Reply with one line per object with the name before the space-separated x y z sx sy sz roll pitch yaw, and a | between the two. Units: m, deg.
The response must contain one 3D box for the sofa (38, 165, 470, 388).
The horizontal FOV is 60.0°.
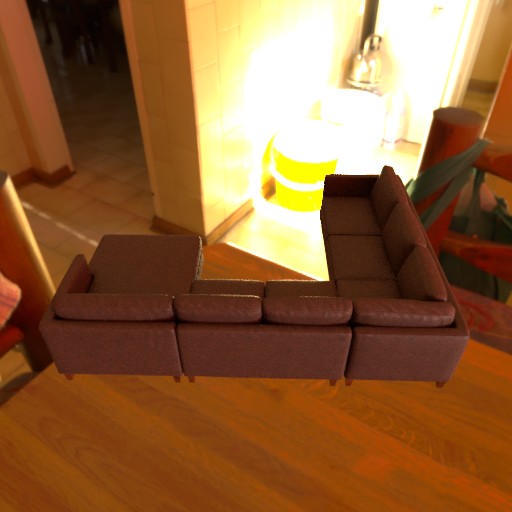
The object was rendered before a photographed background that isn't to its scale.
sofa | 0.000 0.000 4.631 3.460 0.923 2.593 1 40 1
